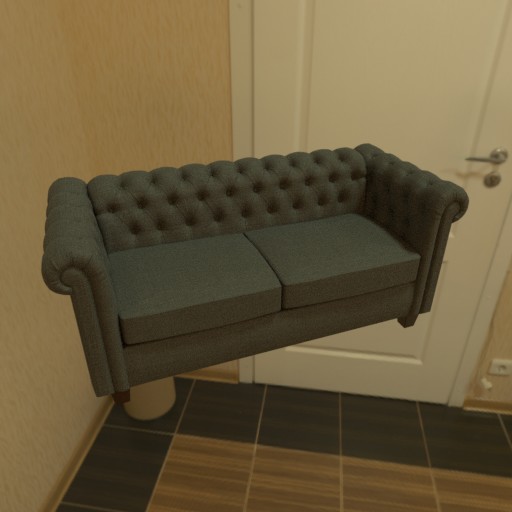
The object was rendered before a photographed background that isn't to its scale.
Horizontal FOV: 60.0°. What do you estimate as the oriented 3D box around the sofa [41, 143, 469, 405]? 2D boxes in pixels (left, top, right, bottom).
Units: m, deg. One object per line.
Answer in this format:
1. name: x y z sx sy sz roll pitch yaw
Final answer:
1. sofa: 0.000 0.000 2.191 1.798 0.797 0.783 -11 32 -18
